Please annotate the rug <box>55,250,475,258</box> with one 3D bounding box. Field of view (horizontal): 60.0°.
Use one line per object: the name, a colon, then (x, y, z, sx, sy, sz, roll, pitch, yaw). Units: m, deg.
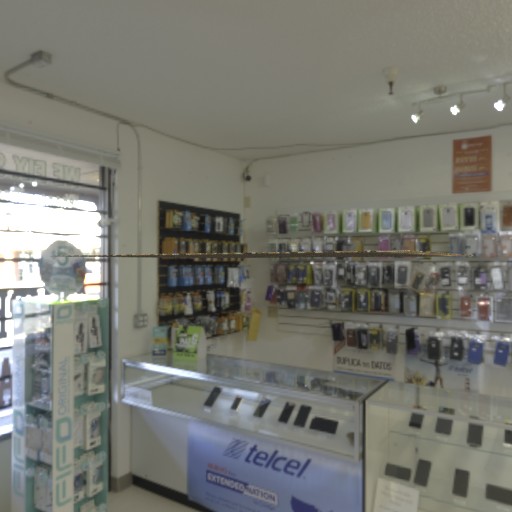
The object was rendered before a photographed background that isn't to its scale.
rug: (0.000, 0.000, 2.944, 2.438, 0.008, 1.524, -1, -1, 35)
